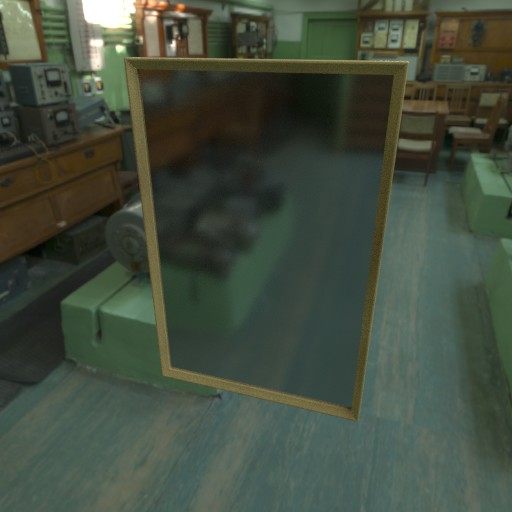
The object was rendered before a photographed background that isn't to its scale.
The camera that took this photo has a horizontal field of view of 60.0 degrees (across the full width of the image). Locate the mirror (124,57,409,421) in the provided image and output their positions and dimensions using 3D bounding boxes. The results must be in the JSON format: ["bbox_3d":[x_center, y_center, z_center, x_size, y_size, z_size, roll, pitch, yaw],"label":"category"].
[{"bbox_3d":[0.000,0.000,1.127,0.609,0.915,0.041,8,27,16],"label":"mirror"}]
